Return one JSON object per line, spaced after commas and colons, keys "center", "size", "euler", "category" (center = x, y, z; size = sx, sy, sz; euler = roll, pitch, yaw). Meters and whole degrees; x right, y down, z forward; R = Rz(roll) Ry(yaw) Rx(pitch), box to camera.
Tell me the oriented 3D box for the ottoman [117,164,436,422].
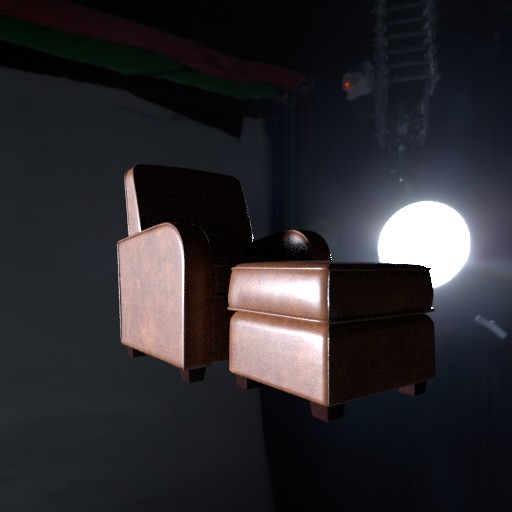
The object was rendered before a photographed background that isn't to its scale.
{"center": [0.000, 0.000, 1.811], "size": [0.732, 0.904, 1.314], "euler": [1, -1, -36], "category": "ottoman"}
